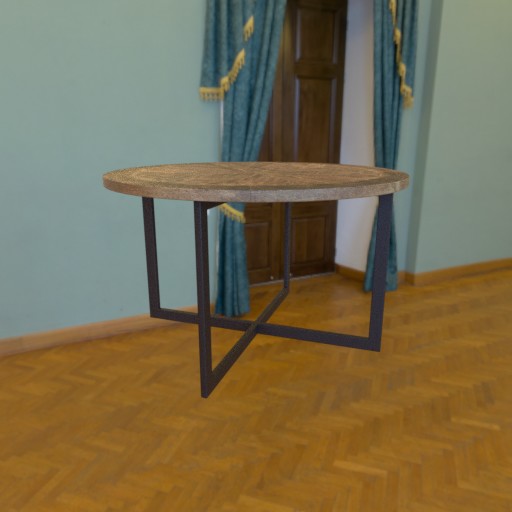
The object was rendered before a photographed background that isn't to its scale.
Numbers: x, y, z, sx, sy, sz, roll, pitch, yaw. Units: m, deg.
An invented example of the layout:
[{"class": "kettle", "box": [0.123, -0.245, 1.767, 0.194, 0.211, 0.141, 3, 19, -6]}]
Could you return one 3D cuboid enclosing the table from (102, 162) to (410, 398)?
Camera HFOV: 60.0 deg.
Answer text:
[{"class": "table", "box": [0.000, 0.000, 2.024, 1.264, 0.762, 1.264, 0, 16, 0]}]
